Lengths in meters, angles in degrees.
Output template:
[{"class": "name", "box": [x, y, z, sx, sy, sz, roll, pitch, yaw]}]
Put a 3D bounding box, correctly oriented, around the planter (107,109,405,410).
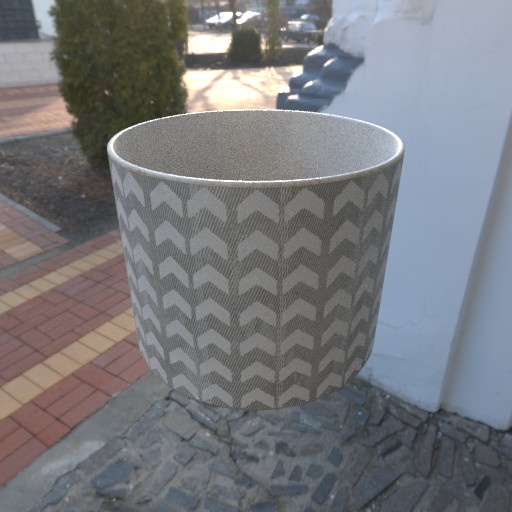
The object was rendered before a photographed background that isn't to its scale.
[{"class": "planter", "box": [0.000, 0.000, 0.337, 0.190, 0.181, 0.190, 0, 28, 0]}]
